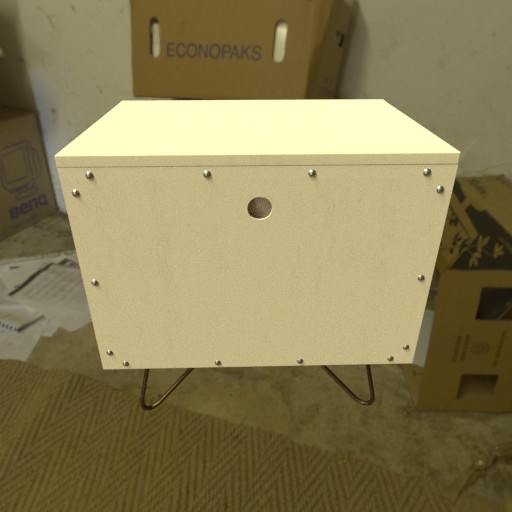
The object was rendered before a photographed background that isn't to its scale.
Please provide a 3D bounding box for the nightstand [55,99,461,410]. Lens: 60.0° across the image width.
[{"bbox_3d":[0.000,0.000,1.009,0.614,0.604,0.447,-1,30,-1],"label":"nightstand"}]
